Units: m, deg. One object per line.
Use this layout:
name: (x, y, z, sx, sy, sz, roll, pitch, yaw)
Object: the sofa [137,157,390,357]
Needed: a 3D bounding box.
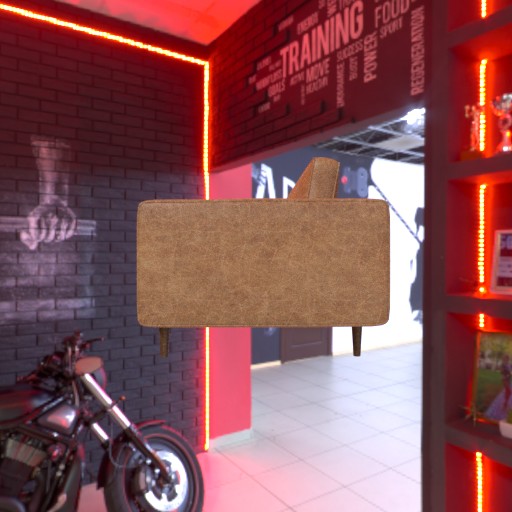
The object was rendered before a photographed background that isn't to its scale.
sofa: (0.000, 0.000, 2.634, 0.919, 0.770, 2.200, 0, 0, -1)
